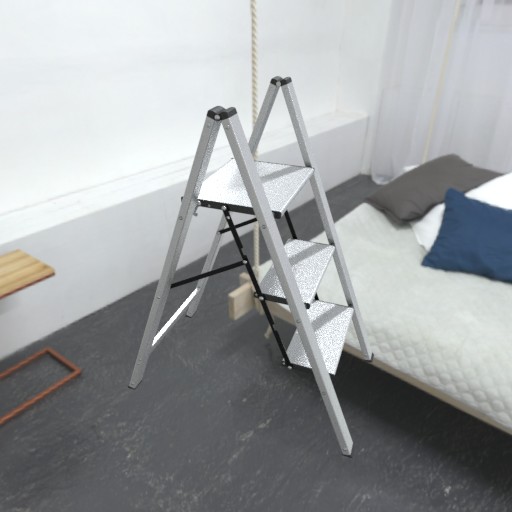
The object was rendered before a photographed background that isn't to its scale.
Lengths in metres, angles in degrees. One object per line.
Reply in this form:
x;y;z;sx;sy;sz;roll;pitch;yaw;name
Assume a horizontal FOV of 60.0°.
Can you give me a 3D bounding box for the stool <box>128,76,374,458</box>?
0.000;0.000;1.271;0.730;0.902;0.441;11;33;17;stool
